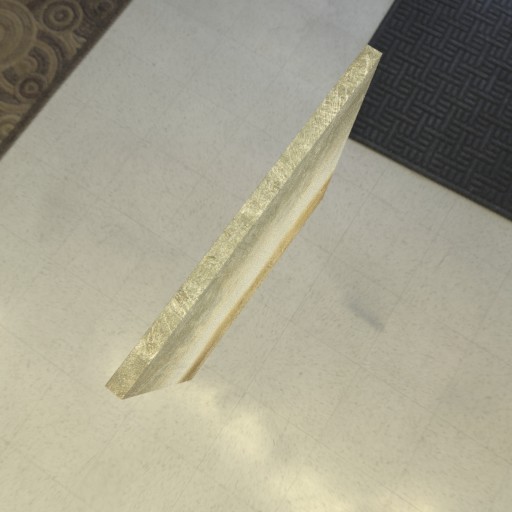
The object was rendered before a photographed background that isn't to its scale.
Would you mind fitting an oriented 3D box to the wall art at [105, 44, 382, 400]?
[{"bbox_3d":[0.000,0.000,1.620,0.051,1.091,1.092,35,79,8],"label":"wall art"}]
